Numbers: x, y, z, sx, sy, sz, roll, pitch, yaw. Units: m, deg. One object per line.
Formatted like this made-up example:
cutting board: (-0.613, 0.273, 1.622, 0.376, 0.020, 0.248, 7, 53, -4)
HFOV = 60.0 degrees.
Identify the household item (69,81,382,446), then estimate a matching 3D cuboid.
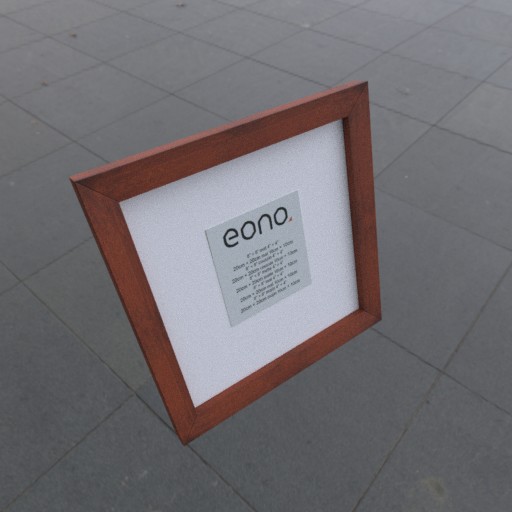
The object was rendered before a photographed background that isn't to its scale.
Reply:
household item: (0.000, 0.000, 0.388, 0.240, 0.240, 0.131, -26, 52, -23)
